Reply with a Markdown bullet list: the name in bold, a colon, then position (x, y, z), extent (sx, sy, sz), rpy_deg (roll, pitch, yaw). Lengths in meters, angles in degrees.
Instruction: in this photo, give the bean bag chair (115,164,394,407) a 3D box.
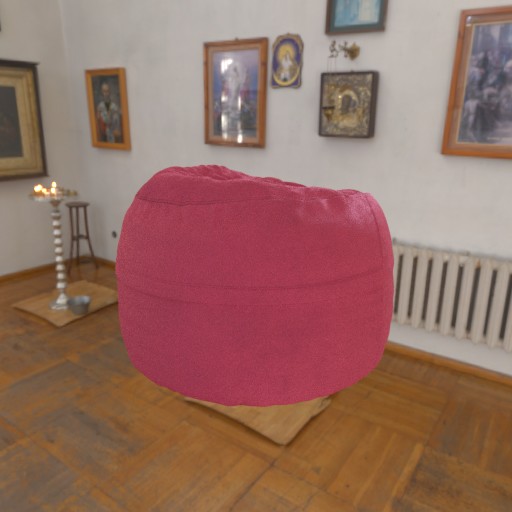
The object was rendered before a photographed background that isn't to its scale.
- **bean bag chair**: position (0.000, 0.000, 2.001), extent (1.218, 0.788, 1.218), rpy_deg (0, 16, 0)
